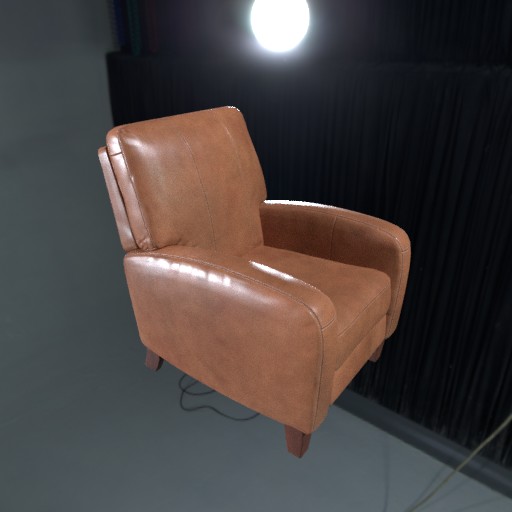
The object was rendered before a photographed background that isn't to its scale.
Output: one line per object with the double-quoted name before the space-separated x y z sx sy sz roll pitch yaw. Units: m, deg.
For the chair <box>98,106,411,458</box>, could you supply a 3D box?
"chair" 0.000 0.000 1.715 0.990 0.990 0.762 19 32 33
